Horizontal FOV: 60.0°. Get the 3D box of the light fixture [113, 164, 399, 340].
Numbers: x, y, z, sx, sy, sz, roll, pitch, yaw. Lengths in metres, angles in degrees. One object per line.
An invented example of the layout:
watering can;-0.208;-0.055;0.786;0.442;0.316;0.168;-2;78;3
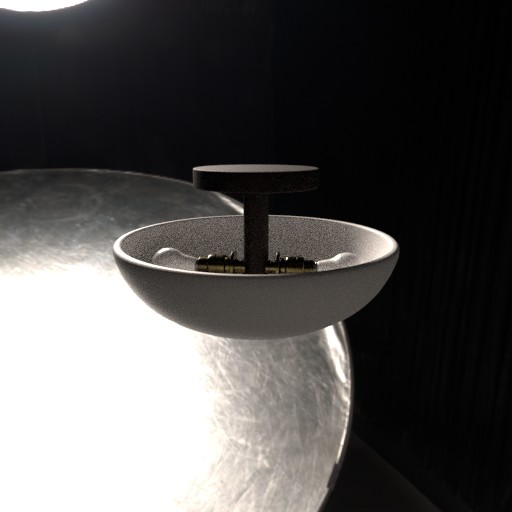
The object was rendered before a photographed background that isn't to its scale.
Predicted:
light fixture;0.000;0.000;0.541;0.331;0.212;0.331;0;14;0
